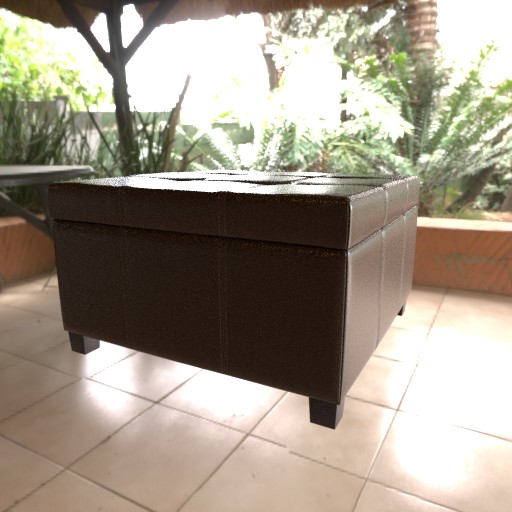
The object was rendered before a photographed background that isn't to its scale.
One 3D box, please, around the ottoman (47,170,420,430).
[{"bbox_3d":[0.000,0.000,1.301,0.788,0.460,0.787,7,15,27],"label":"ottoman"}]
